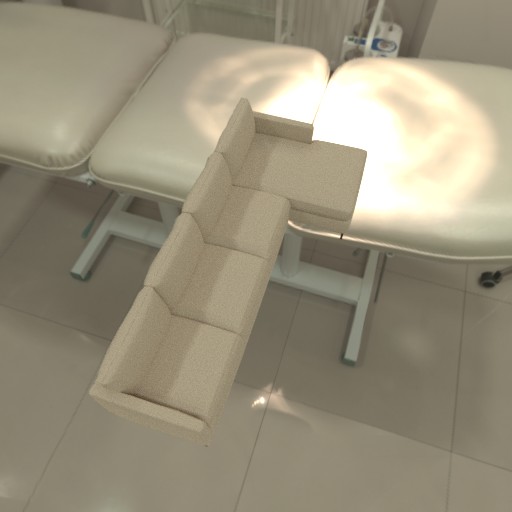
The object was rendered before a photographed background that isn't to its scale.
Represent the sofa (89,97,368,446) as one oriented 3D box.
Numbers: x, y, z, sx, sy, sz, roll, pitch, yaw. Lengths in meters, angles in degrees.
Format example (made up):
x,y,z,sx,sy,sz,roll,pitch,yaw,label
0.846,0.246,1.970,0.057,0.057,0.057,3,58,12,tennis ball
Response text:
x,y,z,sx,sy,sz,roll,pitch,yaw,label
0.000,0.000,3.361,1.258,0.755,2.731,15,59,9,sofa
